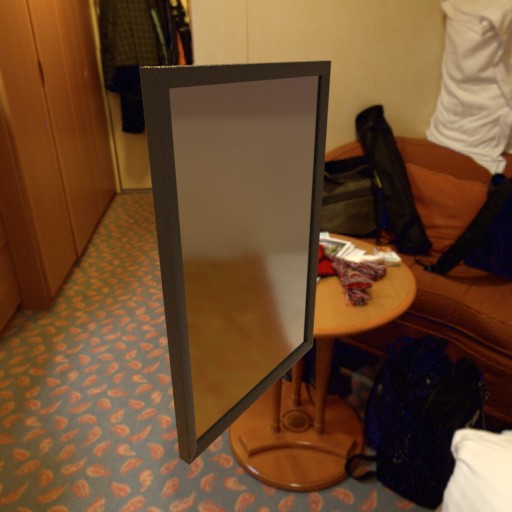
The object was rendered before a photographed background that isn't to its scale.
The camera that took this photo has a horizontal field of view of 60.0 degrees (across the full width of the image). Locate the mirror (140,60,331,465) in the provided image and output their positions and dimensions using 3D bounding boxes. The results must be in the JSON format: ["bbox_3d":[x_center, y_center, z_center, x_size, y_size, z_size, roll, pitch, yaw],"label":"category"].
[{"bbox_3d":[0.000,0.000,1.146,0.040,0.915,0.609,18,30,33],"label":"mirror"}]
